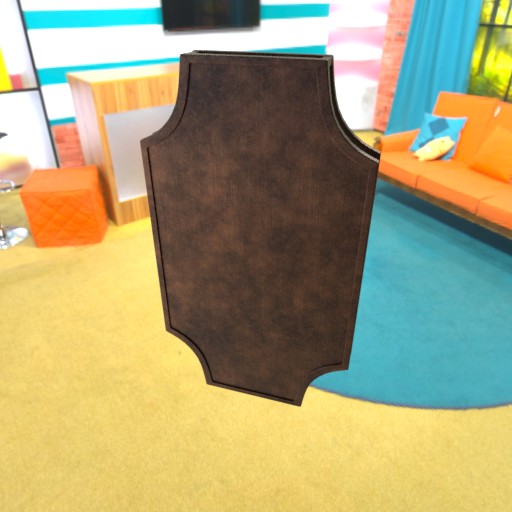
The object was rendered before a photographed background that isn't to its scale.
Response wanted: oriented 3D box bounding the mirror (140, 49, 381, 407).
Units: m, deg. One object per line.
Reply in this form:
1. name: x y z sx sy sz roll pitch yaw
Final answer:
1. mirror: 0.000 0.000 0.972 0.462 0.811 0.066 9 32 15
